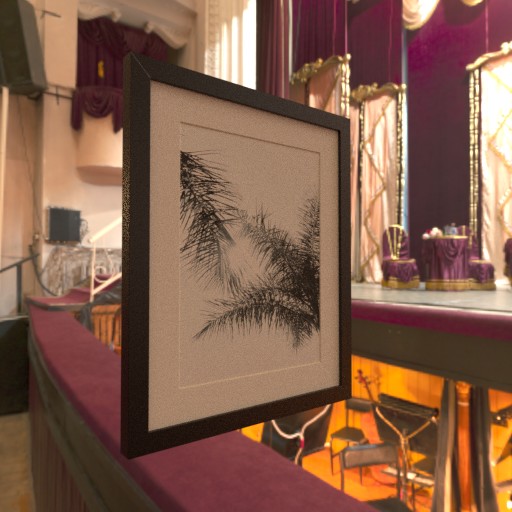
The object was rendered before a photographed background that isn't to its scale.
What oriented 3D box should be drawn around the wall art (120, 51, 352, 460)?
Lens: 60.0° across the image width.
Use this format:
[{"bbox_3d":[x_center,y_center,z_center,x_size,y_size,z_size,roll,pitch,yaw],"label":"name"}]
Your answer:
[{"bbox_3d":[0.000,0.000,0.754,0.457,0.557,0.028,1,-2,-38],"label":"wall art"}]
